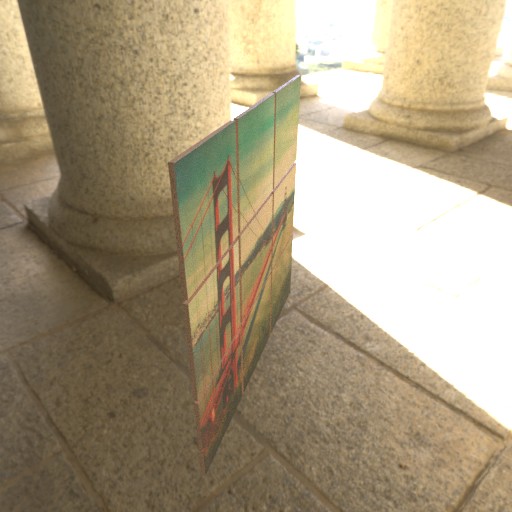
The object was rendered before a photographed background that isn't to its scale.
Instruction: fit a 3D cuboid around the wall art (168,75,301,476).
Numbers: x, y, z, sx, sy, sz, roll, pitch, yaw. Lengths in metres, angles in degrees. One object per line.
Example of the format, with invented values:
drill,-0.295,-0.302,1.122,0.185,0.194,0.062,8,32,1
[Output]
wall art,0.000,0.000,1.824,0.016,1.207,1.217,10,33,16
